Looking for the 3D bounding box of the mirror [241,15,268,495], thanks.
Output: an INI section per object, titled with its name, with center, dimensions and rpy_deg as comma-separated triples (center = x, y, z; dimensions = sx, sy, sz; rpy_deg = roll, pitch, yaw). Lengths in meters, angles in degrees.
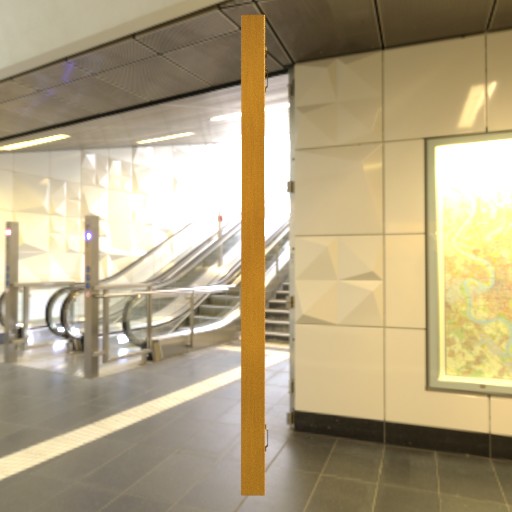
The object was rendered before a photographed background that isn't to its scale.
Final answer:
[mirror]
center = 0.000, 0.000, 0.908
dimensions = 0.040, 0.710, 0.507
rpy_deg = 0, -1, 0
